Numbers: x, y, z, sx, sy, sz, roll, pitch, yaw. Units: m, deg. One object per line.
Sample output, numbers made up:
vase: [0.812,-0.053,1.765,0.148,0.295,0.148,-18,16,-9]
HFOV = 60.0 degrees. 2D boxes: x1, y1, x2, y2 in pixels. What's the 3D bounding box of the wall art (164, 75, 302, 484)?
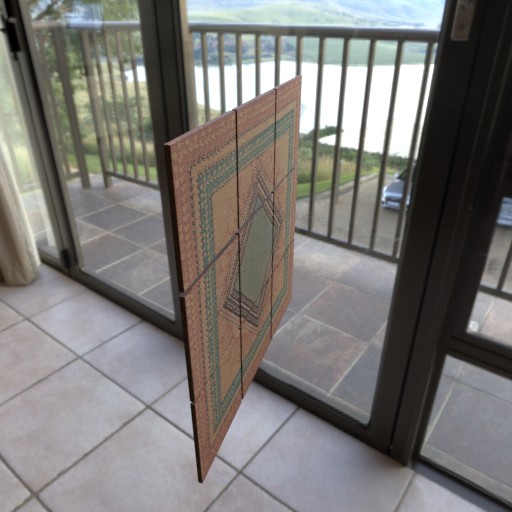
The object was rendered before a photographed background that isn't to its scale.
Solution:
wall art: [0.000,0.000,1.344,0.013,0.914,0.915,10,31,17]
